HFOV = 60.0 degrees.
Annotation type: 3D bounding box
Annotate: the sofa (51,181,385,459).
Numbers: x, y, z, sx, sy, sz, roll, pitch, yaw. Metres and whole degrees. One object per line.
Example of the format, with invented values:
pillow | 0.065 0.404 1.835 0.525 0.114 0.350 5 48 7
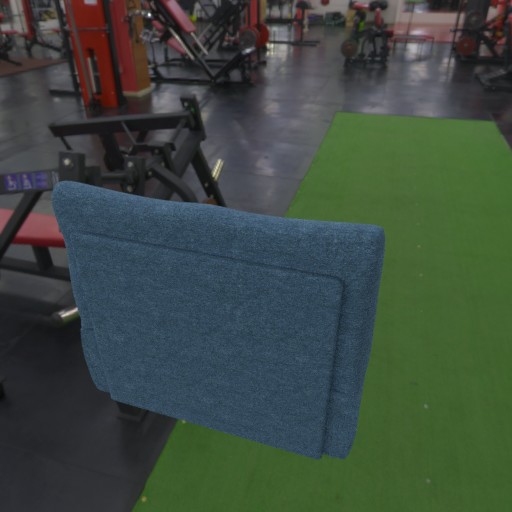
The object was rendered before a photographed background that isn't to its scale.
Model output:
sofa | 0.000 0.000 1.673 0.930 0.820 1.000 10 33 16
